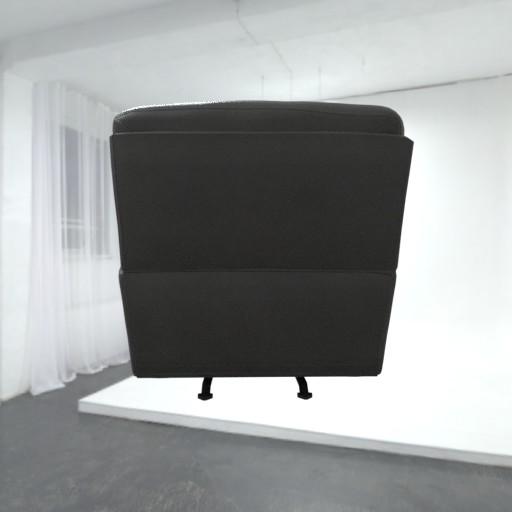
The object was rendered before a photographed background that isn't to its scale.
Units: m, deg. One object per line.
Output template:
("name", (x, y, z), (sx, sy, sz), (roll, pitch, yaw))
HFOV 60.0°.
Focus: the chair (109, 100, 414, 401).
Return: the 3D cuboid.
("chair", (0.000, 0.000, 1.979), (1.096, 1.109, 1.087), (0, 0, -2))
